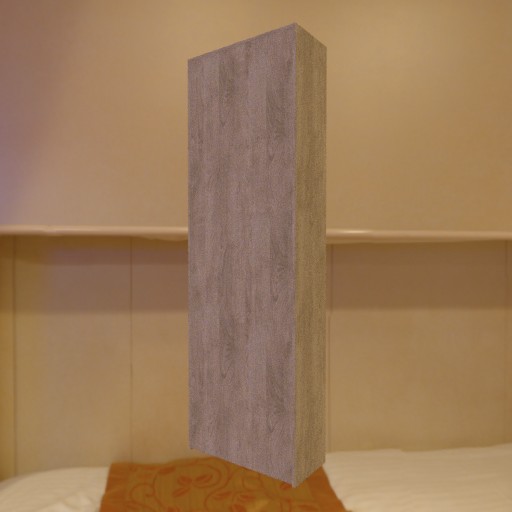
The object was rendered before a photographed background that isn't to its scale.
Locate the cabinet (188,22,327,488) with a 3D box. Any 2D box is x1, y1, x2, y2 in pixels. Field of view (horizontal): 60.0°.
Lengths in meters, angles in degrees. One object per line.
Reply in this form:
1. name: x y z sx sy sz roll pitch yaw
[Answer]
1. cabinet: 0.000 0.000 1.802 0.520 1.630 0.250 1 1 36
